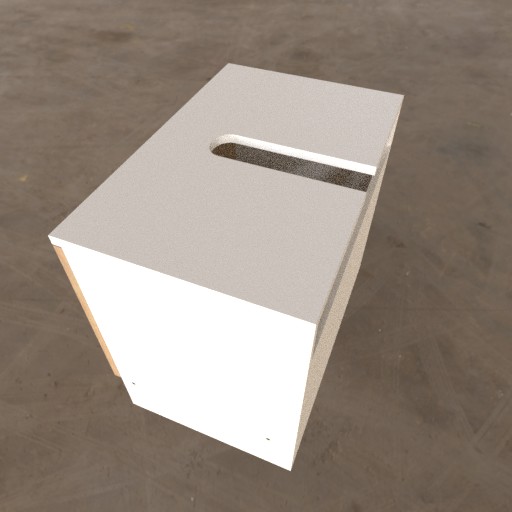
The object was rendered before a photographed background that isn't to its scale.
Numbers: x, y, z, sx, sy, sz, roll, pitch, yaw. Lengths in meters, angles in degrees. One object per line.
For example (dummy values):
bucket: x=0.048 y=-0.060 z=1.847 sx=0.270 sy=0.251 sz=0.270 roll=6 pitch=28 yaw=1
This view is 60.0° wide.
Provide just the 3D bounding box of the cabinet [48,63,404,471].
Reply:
cabinet: x=0.000 y=0.000 z=0.949 sx=0.400 sy=0.522 sz=0.600 roll=17 pitch=49 yaw=15
